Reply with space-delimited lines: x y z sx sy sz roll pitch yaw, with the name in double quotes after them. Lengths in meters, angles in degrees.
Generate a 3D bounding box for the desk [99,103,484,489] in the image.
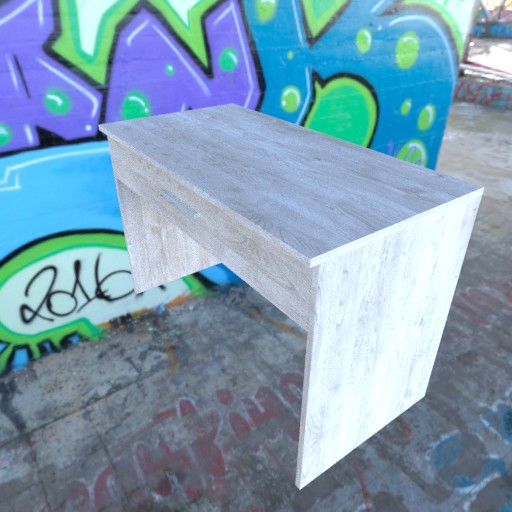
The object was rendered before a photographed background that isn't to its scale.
0.000 0.000 1.495 0.560 0.730 1.100 -21 37 -30 "desk"
